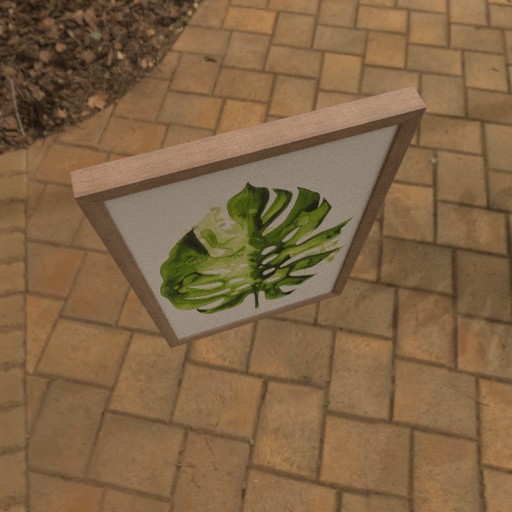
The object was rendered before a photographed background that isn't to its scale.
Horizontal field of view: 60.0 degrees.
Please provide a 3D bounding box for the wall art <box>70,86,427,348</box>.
[{"bbox_3d":[0.000,0.000,0.658,0.356,0.509,0.031,-16,64,-8],"label":"wall art"}]
